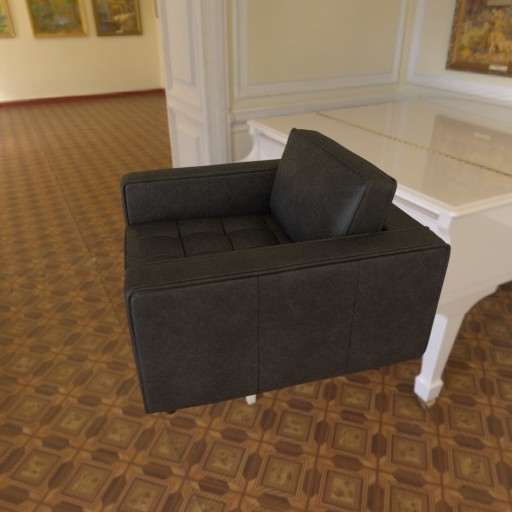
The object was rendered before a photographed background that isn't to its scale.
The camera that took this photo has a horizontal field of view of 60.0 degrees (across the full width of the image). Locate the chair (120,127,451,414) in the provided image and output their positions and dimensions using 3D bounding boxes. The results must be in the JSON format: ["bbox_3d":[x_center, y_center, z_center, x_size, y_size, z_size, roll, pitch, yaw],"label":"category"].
[{"bbox_3d":[0.000,0.000,1.595,0.914,0.763,0.889,-8,31,-13],"label":"chair"}]
